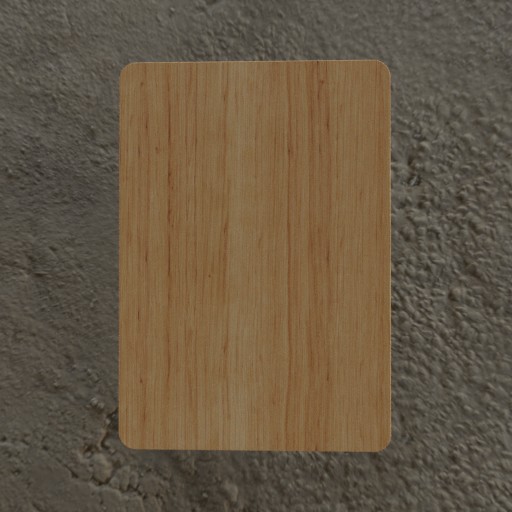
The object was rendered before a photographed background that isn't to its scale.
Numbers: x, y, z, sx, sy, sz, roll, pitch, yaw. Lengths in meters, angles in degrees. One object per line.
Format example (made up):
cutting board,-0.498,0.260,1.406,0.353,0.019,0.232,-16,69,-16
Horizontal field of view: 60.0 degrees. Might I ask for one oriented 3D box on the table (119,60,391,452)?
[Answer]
table,0.000,0.000,1.356,0.696,0.445,0.997,0,90,1
